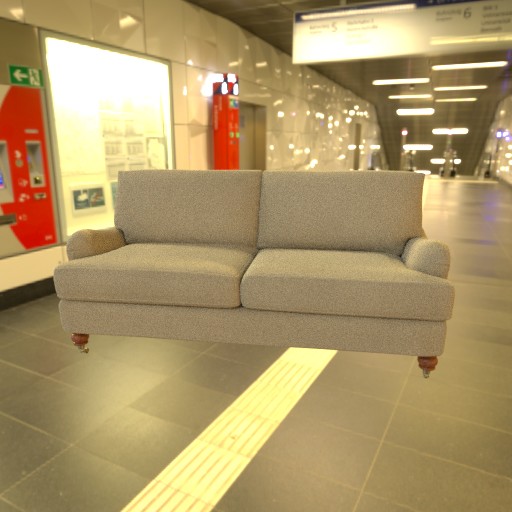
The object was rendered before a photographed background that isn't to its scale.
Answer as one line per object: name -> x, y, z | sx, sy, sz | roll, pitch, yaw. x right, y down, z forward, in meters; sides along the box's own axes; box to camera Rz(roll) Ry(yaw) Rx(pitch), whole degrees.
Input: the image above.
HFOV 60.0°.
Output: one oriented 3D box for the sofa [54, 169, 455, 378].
sofa -> 0.000, 0.000, 2.668 | 2.070, 0.997, 1.091 | 2, 14, 8
